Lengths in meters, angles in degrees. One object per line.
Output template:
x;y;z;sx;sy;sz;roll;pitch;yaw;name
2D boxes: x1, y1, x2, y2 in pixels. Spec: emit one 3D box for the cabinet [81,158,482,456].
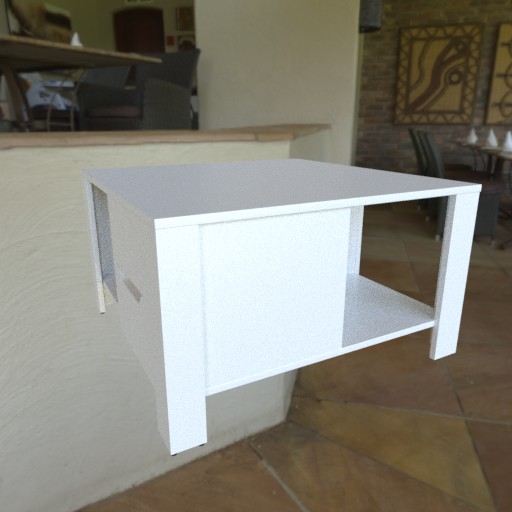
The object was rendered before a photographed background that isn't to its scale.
0.000;0.000;1.284;0.800;0.460;0.800;-9;20;-27;cabinet
